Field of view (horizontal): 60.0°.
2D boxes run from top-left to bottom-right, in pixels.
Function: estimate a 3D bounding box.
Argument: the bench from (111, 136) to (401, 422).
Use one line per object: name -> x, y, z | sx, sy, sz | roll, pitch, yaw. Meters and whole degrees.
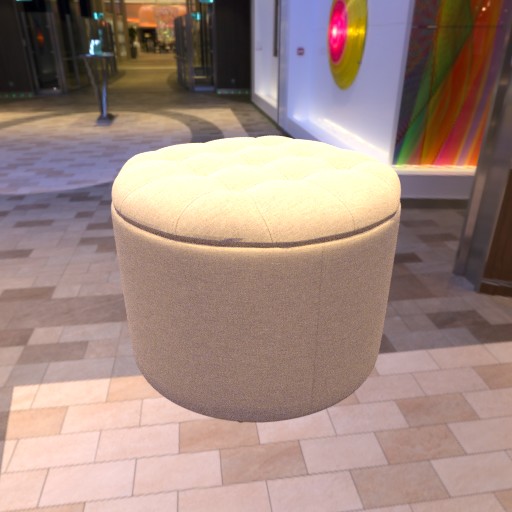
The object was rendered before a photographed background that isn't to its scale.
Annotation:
bench -> 0.000, 0.000, 1.017 | 0.600, 0.454, 0.600 | 0, 26, 0
